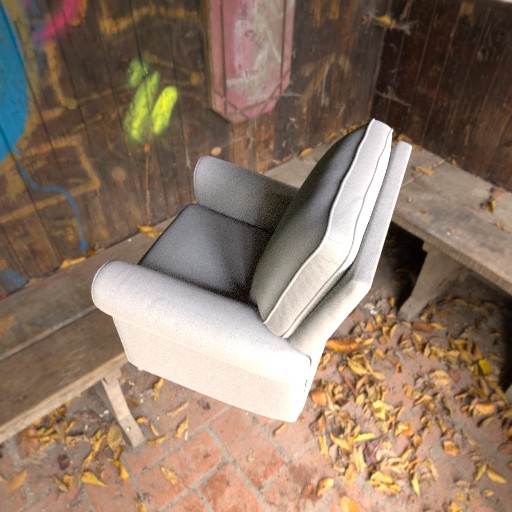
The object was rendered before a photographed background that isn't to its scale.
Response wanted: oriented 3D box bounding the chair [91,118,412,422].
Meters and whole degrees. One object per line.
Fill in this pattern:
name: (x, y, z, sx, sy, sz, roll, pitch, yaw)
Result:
chair: (0.000, 0.000, 1.679, 0.878, 0.960, 0.890, 16, 47, 16)
